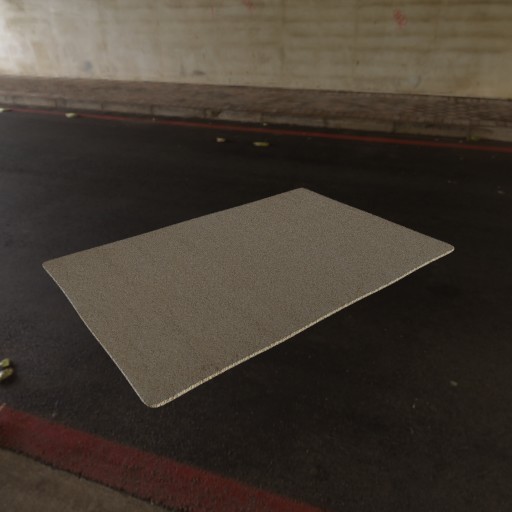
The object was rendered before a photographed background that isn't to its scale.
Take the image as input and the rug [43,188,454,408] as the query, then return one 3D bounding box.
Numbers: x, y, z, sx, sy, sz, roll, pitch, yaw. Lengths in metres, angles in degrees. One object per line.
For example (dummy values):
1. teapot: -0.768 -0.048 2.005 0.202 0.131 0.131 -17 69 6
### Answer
1. rug: 0.000 0.000 3.450 2.698 0.025 1.798 -21 35 -33
